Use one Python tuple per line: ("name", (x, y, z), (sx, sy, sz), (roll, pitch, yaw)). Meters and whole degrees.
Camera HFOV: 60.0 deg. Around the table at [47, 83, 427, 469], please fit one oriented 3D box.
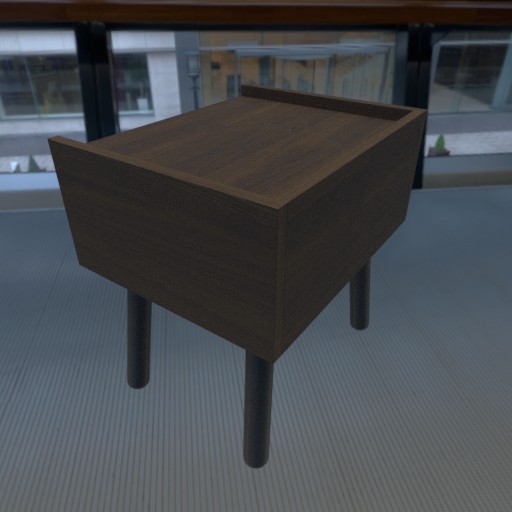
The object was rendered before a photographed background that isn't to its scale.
("table", (0.000, 0.000, 0.786), (0.370, 0.470, 0.450), (21, 38, 29))
